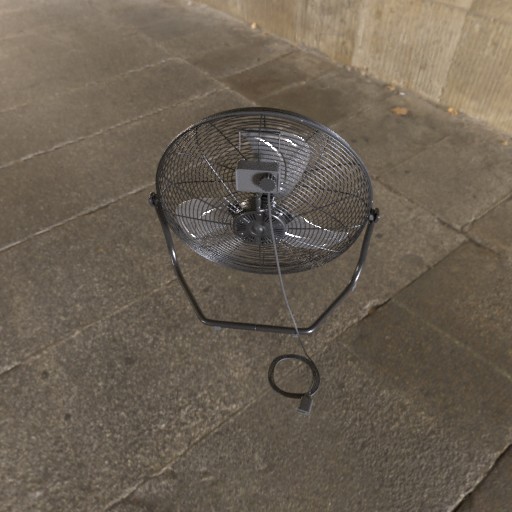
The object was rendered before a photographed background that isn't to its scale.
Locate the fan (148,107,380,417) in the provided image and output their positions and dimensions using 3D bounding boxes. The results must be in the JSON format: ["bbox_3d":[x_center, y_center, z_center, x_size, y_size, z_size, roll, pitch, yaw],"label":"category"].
[{"bbox_3d":[0.000,0.000,1.015,0.595,0.605,0.470,5,46,5],"label":"fan"}]
